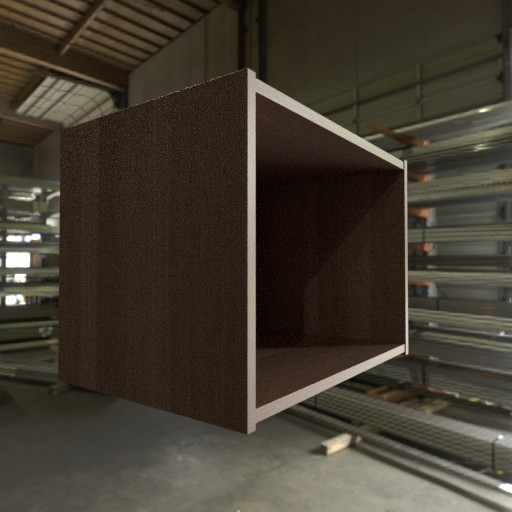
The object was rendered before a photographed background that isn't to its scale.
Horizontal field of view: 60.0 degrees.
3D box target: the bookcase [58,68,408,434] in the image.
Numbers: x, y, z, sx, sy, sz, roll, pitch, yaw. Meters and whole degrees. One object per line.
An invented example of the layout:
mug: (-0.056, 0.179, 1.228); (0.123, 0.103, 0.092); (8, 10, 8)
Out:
bookcase: (0.000, 0.000, 0.621); (0.290, 0.305, 0.415); (-1, -1, 37)
